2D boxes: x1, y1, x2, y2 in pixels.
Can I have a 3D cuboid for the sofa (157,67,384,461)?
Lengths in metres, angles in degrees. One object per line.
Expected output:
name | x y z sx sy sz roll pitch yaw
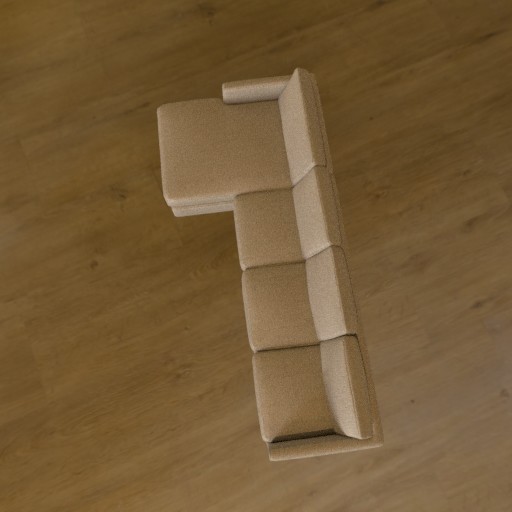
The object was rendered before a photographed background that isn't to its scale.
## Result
sofa | 0.000 0.000 3.808 1.502 0.876 3.201 -7 75 -2
